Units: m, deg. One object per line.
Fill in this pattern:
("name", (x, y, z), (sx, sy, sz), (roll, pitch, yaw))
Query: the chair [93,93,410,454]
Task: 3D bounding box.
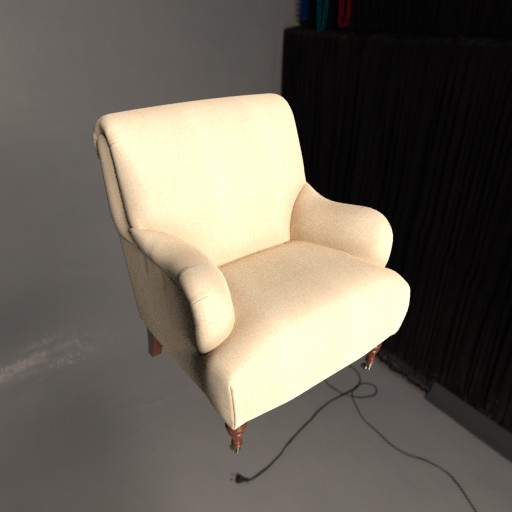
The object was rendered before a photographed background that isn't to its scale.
("chair", (0.000, 0.000, 1.536), (0.766, 0.944, 0.842), (-20, 35, -31))
